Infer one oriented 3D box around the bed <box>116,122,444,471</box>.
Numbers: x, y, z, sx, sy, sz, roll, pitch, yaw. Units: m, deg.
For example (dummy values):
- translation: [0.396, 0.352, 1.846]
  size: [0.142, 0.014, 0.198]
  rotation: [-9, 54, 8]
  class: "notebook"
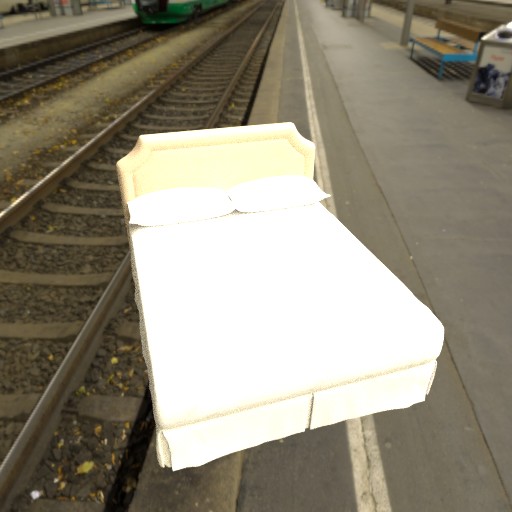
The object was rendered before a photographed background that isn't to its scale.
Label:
- translation: [0.000, 0.000, 3.799]
  size: [2.134, 1.524, 2.548]
  rotation: [-9, 33, -15]
  class: "bed"
